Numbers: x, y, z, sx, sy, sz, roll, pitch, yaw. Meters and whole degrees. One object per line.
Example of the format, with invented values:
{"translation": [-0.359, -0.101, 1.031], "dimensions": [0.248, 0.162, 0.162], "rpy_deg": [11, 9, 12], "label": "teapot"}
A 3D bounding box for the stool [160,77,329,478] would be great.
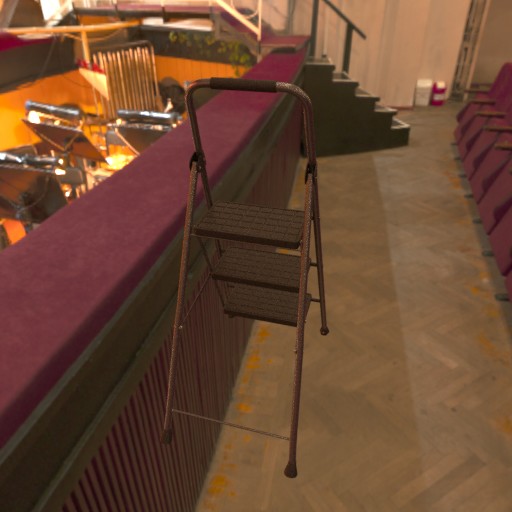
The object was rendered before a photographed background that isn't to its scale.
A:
{"translation": [0.000, 0.000, 1.441], "dimensions": [0.473, 1.121, 0.733], "rpy_deg": [9, 33, 14], "label": "stool"}
